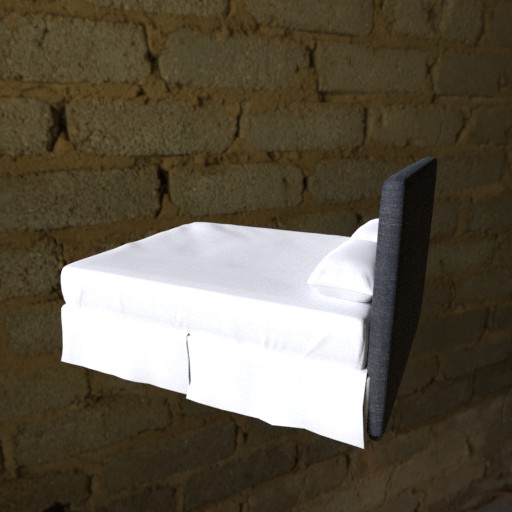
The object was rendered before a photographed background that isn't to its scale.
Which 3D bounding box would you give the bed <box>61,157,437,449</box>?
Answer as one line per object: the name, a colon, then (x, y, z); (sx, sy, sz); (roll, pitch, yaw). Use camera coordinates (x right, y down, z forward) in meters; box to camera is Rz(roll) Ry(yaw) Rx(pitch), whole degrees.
bed: (0.000, 0.000, 3.096); (2.142, 1.330, 1.723); (8, 18, 25)
